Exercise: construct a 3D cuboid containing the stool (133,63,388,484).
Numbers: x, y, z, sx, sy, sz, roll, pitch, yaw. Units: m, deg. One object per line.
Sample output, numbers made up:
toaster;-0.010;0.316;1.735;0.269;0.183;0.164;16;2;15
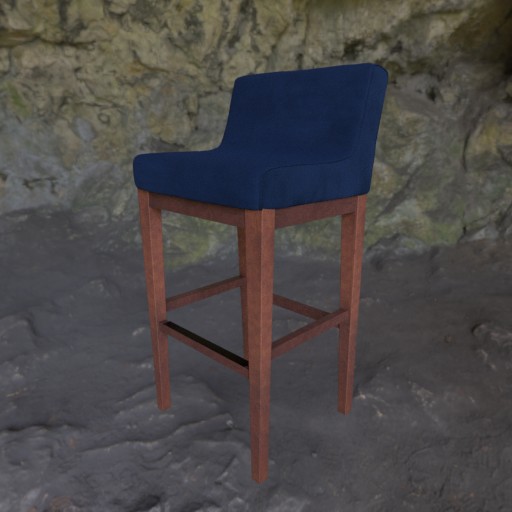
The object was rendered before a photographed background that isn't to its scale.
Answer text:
stool;0.000;0.000;1.294;0.511;1.037;0.500;16;23;42
